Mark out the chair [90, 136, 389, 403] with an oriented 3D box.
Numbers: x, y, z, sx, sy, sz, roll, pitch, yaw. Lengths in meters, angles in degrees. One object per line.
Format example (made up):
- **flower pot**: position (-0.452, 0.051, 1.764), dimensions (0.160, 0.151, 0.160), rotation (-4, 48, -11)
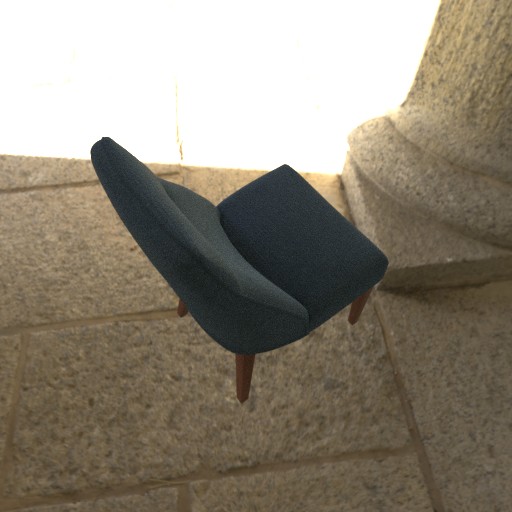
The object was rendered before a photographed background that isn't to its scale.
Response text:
- **chair**: position (0.000, 0.000, 1.281), dimensions (0.620, 0.930, 0.500), rotation (-32, 63, -19)
